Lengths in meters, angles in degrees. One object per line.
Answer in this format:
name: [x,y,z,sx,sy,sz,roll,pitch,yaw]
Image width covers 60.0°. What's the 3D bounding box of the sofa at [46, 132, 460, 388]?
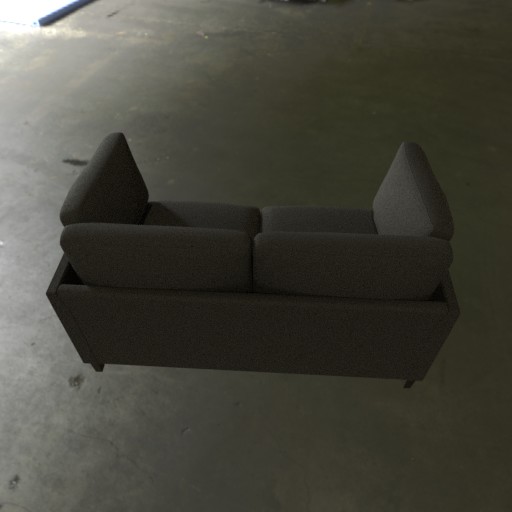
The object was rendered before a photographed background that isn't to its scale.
sofa: [0.000,0.000,2.298,1.751,0.920,0.969,2,47,2]
